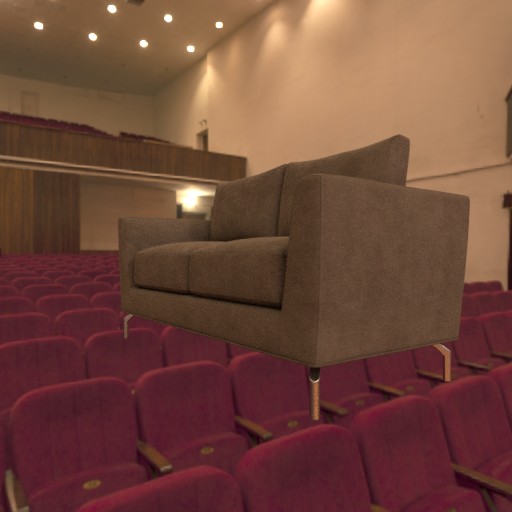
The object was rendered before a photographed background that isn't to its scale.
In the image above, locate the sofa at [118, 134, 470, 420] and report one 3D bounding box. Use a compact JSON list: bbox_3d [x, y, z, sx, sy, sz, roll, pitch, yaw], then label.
[{"bbox_3d":[0.000,0.000,2.285,0.855,1.013,1.832,0,0,-36],"label":"sofa"}]
